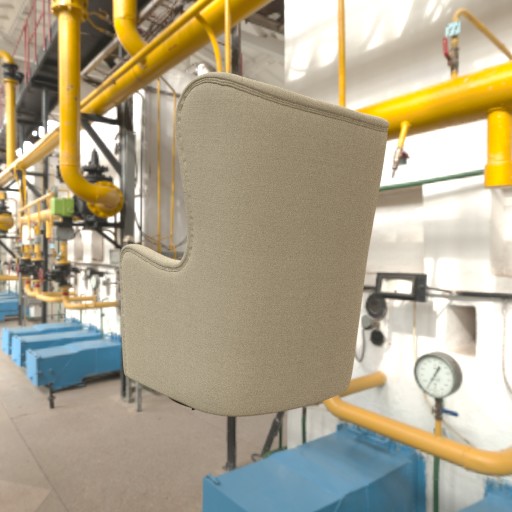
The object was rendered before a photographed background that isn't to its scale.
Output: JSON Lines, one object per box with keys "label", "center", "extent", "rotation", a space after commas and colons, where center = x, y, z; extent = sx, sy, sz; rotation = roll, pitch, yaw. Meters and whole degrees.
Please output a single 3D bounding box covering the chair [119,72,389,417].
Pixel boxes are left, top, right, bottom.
{"label": "chair", "center": [0.000, 0.000, 1.753], "extent": [0.831, 1.079, 0.929], "rotation": [0, 0, -37]}
